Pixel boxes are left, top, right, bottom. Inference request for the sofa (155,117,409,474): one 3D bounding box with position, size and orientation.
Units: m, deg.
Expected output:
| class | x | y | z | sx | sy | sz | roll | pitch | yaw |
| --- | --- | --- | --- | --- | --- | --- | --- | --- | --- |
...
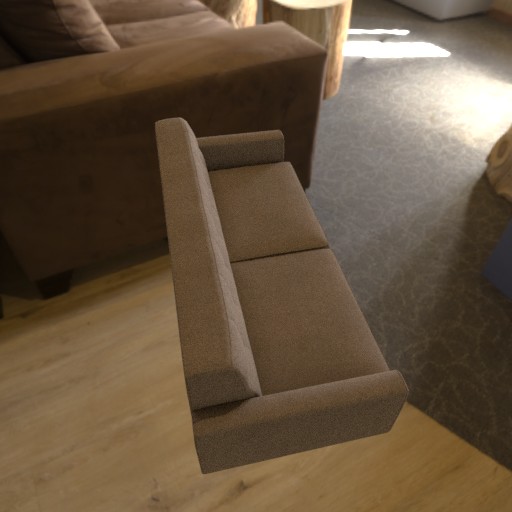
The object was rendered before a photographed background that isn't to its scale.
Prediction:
| class | x | y | z | sx | sy | sz | roll | pitch | yaw |
| --- | --- | --- | --- | --- | --- | --- | --- | --- | --- |
| sofa | 0.000 | 0.000 | 2.471 | 0.909 | 0.841 | 2.029 | -9 | 47 | -9 |
